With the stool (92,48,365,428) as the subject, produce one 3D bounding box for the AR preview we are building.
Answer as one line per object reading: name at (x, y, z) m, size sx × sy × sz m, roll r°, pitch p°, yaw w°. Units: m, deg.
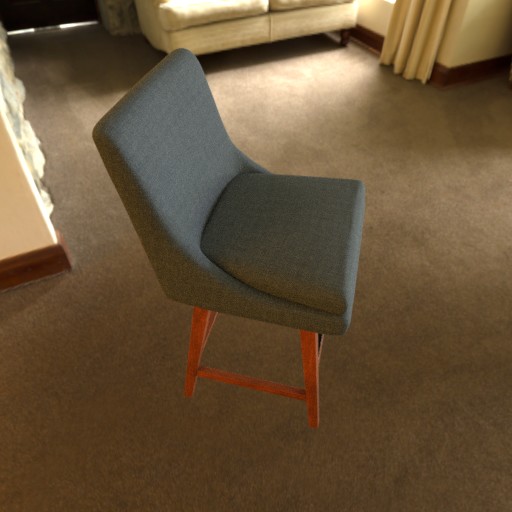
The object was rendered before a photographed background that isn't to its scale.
stool at (0.000, 0.000, 1.177) m, size 0.524 × 0.895 × 0.467 m, roll 10°, pitch 45°, yaw 10°
